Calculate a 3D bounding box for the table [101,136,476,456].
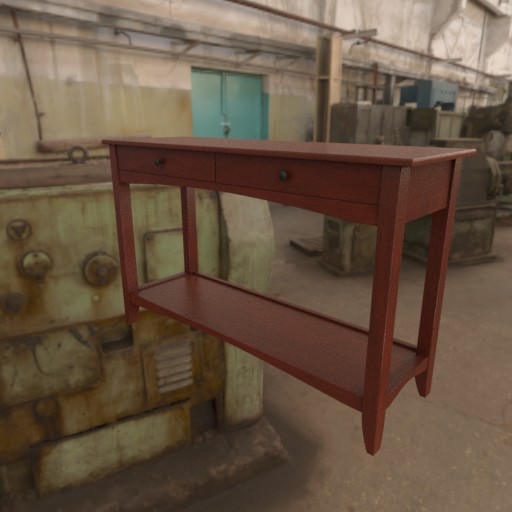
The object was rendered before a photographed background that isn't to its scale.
[{"bbox_3d":[0.000,0.000,1.501,1.188,0.739,0.392,15,23,40],"label":"table"}]
